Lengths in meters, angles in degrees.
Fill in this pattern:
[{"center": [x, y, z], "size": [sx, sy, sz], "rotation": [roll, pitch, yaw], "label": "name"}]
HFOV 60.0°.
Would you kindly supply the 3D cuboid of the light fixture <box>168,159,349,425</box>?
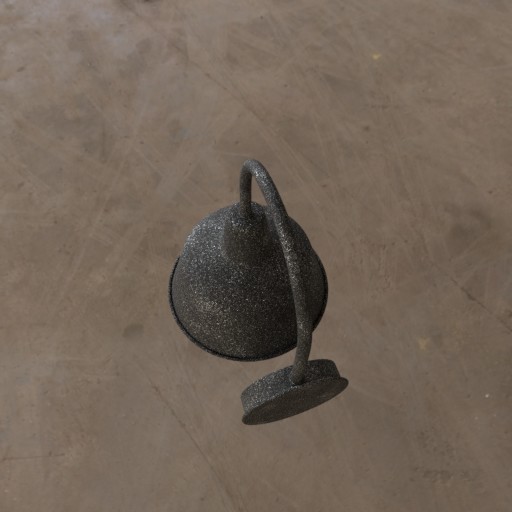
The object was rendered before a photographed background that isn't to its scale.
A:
[{"center": [0.000, 0.000, 0.480], "size": [0.216, 0.300, 0.283], "rotation": [-15, 59, -10], "label": "light fixture"}]
